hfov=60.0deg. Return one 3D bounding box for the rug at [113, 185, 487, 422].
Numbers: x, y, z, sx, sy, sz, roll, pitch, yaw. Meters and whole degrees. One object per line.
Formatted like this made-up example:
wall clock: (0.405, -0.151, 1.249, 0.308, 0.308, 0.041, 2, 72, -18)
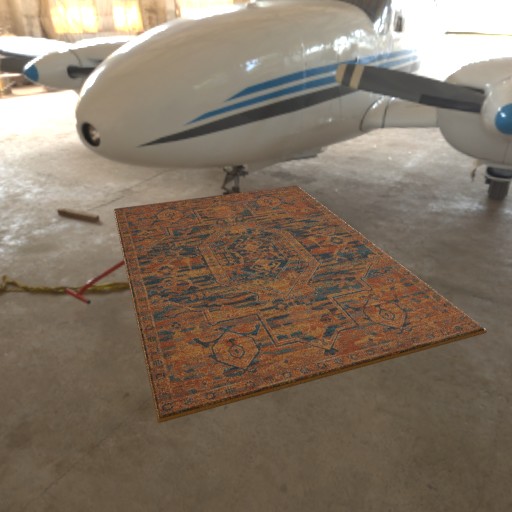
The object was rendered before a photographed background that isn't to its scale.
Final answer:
rug: (0.000, 0.000, 2.817, 1.588, 0.024, 2.204, -10, 30, -17)
